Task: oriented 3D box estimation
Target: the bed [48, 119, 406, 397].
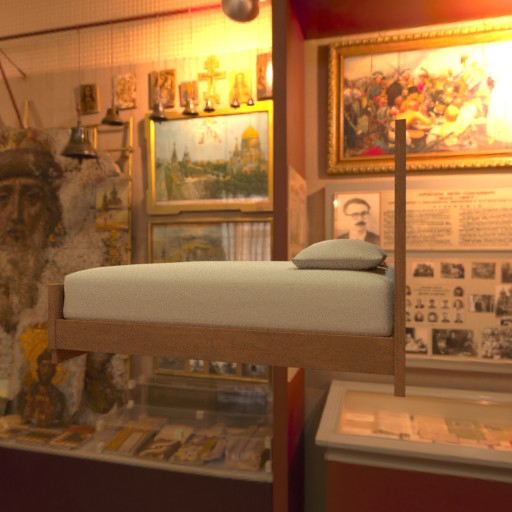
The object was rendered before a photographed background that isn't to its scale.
[{"bbox_3d":[0.000,0.000,3.486,2.184,1.387,2.003,0,1,17],"label":"bed"}]
